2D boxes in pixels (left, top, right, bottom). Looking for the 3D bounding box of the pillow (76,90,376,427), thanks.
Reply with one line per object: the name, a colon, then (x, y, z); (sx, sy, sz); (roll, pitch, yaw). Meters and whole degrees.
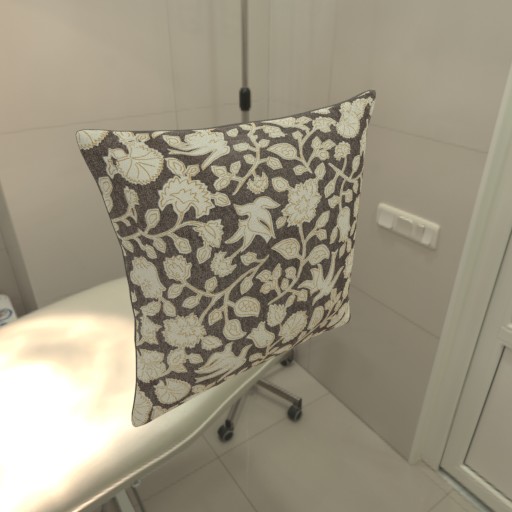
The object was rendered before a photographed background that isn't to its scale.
pillow: (0.000, 0.000, 0.778); (0.526, 0.507, 0.166); (-19, 34, -30)
